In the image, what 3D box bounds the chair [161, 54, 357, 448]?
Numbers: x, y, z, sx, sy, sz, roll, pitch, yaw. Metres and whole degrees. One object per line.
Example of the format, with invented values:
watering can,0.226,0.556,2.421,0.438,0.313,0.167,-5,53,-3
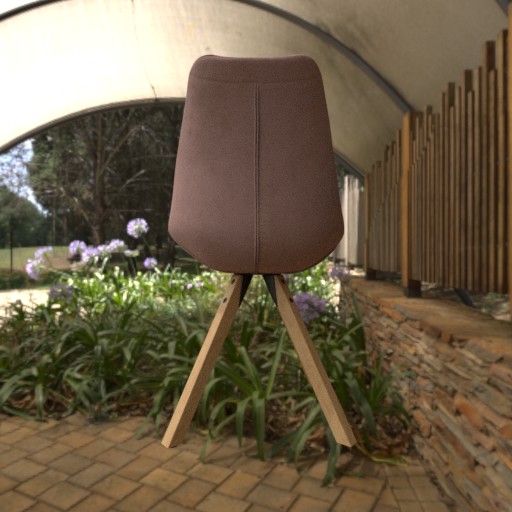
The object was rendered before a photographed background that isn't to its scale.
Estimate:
chair,0.000,0.000,1.184,0.485,0.850,0.550,0,0,-1
